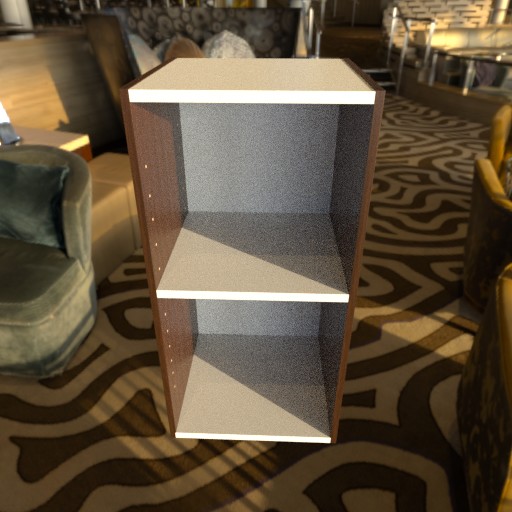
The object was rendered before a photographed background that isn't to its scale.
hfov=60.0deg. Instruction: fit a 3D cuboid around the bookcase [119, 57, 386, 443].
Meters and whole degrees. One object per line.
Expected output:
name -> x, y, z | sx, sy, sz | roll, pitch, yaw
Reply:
bookcase -> 0.000, 0.000, 0.770 | 0.300, 0.600, 0.290 | 1, 31, 2
